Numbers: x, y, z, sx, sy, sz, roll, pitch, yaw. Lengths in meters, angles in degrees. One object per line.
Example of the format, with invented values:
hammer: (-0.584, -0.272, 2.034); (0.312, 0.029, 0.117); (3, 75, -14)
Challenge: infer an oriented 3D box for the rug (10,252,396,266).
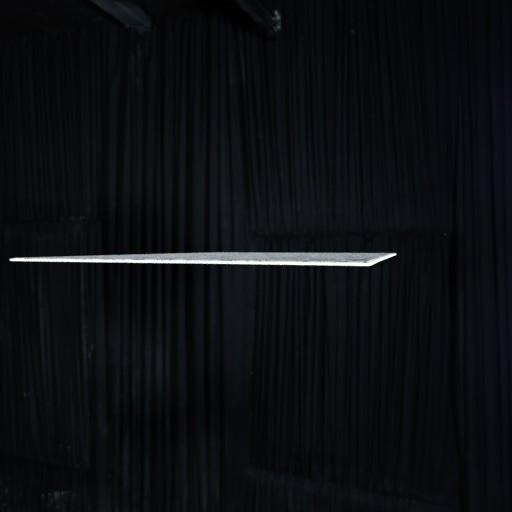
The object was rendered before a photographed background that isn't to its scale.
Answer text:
rug: (0.000, 0.000, 2.767); (1.586, 0.014, 2.197); (0, 1, 20)
